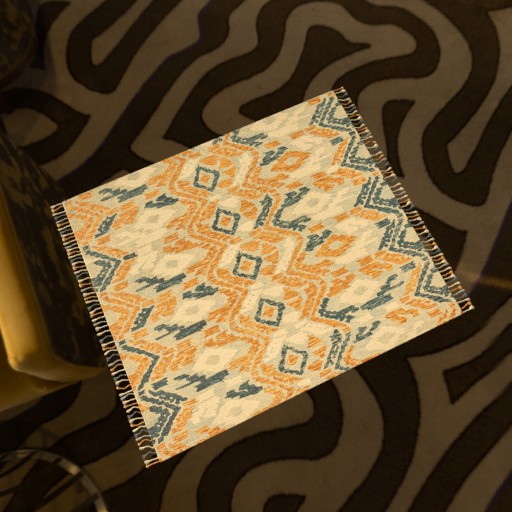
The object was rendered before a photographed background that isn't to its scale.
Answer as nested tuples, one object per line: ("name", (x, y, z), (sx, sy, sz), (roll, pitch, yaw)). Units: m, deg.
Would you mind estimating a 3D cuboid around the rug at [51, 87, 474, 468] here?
("rug", (0.000, 0.000, 3.955), (3.048, 0.010, 2.439), (-24, 76, -6))
